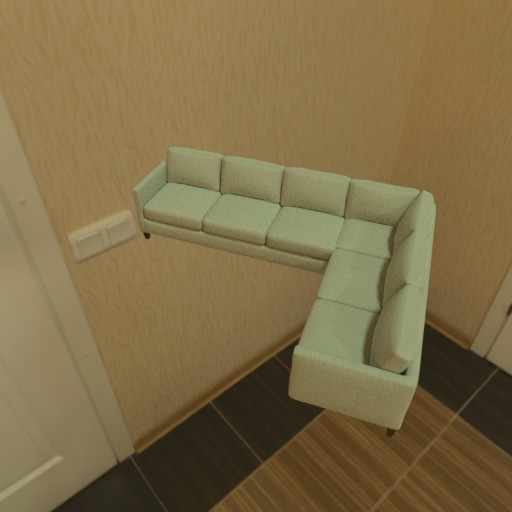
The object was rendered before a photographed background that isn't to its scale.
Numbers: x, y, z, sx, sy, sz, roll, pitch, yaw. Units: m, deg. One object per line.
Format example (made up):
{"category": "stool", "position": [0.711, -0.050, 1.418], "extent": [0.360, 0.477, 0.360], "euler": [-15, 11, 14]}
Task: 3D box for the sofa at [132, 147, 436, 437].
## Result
{"category": "sofa", "position": [0.000, 0.000, 4.567], "extent": [3.333, 0.934, 2.522], "euler": [13, 42, 15]}
